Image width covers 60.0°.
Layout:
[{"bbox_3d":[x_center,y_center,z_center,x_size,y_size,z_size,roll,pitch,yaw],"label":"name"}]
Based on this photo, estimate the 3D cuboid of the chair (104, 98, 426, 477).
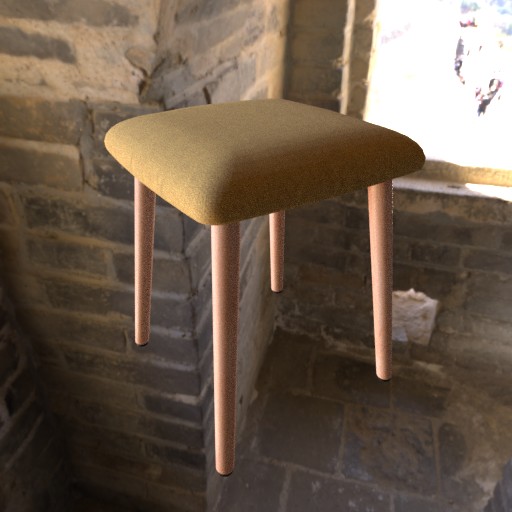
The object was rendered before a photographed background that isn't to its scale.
[{"bbox_3d":[0.000,0.000,0.707,0.350,0.440,0.350,-18,35,-28],"label":"chair"}]
